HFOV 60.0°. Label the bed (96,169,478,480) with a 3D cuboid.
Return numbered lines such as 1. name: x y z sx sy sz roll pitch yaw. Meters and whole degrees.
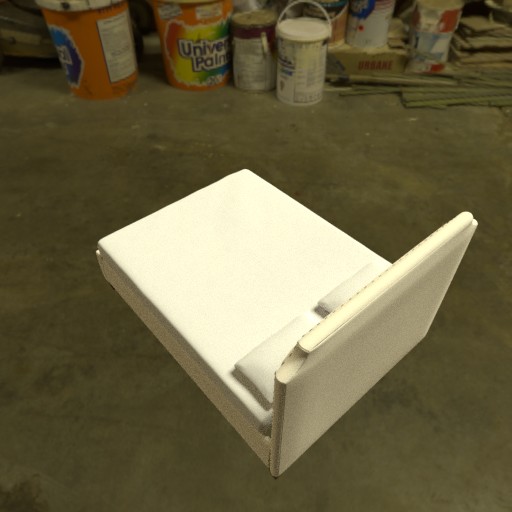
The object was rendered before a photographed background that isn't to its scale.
1. bed: 0.000 0.000 3.433 1.712 1.497 2.372 -32 53 -28
